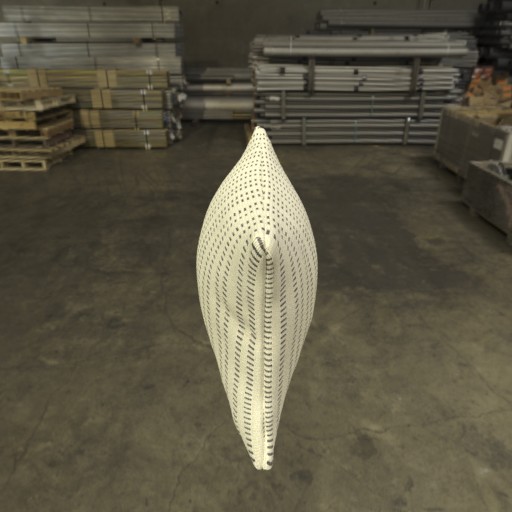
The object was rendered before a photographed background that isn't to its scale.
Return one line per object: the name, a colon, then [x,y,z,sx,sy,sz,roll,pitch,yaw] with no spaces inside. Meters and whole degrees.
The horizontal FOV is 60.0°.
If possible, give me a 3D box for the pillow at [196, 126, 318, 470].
pillow: [0.000,0.000,0.812,0.210,0.353,0.640,0,27,0]
